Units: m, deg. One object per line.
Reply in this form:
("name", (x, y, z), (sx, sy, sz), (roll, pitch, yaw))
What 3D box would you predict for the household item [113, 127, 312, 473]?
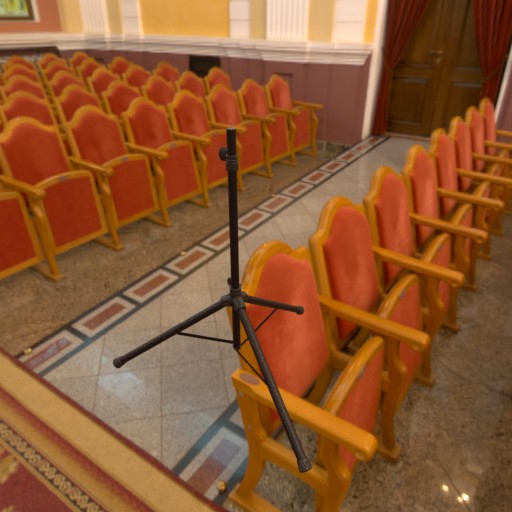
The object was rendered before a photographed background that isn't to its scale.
("household item", (0.000, 0.000, 1.896), (1.045, 1.136, 0.907), (19, 34, 30))
